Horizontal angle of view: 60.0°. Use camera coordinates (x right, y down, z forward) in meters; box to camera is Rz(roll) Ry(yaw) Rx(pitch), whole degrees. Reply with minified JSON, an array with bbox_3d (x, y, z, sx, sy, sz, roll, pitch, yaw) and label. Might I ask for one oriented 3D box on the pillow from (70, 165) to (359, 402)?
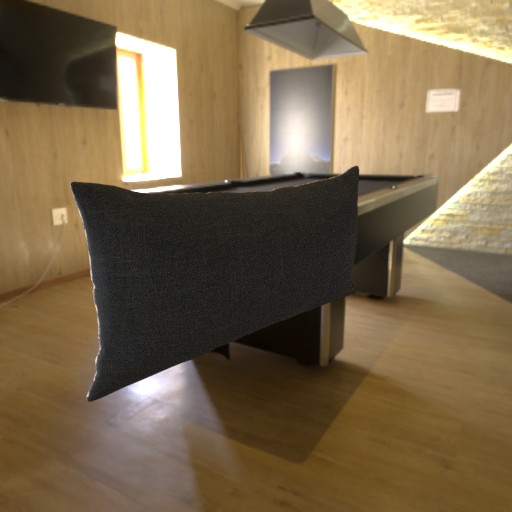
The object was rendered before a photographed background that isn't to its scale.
[{"bbox_3d":[0.000,0.000,0.769,0.631,0.292,0.148,-14,20,-42],"label":"pillow"}]
